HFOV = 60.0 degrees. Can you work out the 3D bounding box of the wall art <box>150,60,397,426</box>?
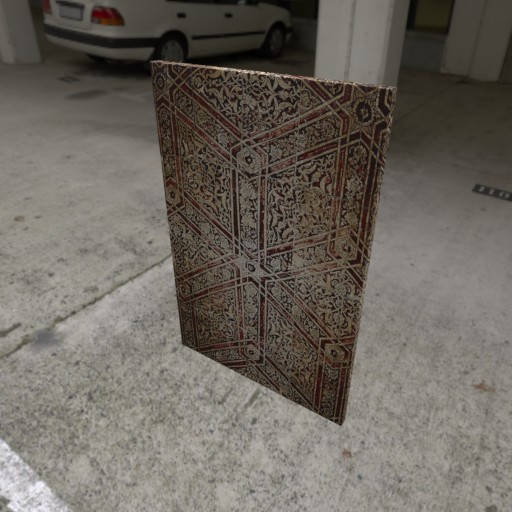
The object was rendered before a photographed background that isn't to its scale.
[{"bbox_3d":[0.000,0.000,1.168,0.599,0.904,0.030,19,36,29],"label":"wall art"}]
